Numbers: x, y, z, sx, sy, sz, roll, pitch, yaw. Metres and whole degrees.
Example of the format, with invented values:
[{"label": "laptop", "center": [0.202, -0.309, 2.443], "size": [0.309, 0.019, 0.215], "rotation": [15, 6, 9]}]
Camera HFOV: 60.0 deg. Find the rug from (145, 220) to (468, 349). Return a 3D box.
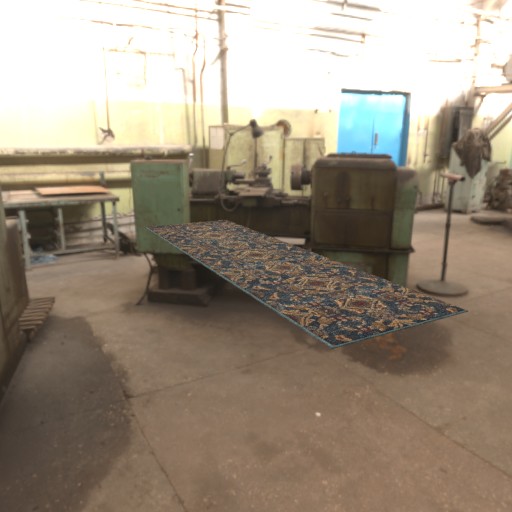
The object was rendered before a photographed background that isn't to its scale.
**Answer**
[{"label": "rug", "center": [0.000, 0.000, 2.581], "size": [0.685, 0.014, 2.292], "rotation": [-8, 17, -27]}]
